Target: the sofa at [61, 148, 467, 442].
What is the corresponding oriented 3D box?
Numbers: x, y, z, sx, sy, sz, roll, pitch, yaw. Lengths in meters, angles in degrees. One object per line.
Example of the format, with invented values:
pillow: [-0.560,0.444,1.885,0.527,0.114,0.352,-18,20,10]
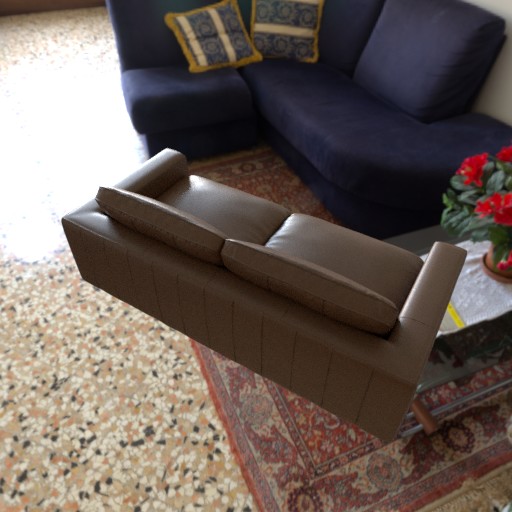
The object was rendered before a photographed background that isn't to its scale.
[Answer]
sofa: [0.000,0.000,2.770,2.262,0.801,1.070,23,47,23]
